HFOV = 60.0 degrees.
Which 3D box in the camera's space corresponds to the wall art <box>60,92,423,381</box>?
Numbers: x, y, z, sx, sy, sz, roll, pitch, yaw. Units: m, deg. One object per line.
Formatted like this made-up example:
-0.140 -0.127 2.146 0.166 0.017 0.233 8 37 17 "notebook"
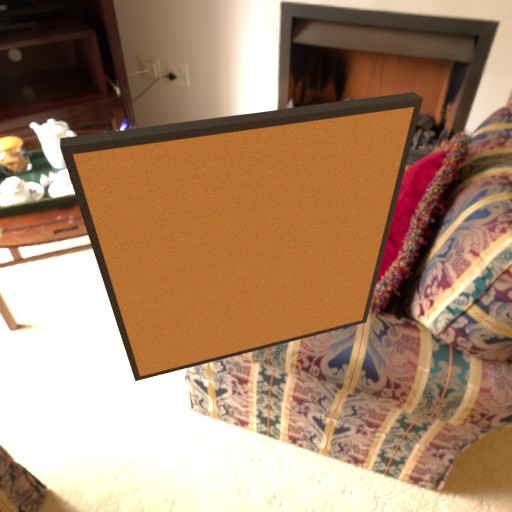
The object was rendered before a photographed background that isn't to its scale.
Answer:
0.000 0.000 1.161 0.763 0.763 0.038 -12 43 -13 "wall art"
